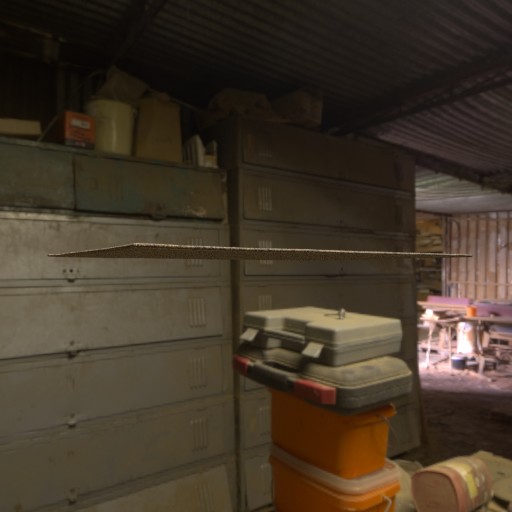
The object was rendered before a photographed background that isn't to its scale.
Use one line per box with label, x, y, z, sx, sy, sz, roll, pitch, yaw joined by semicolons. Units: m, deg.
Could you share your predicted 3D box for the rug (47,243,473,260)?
rug;0.000;0.000;4.170;3.199;0.036;2.414;1;-2;-35
